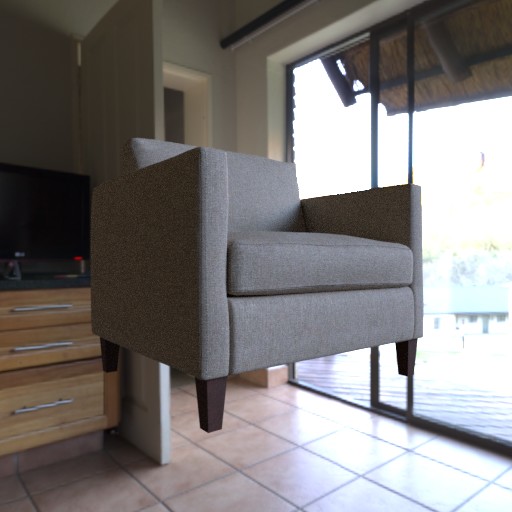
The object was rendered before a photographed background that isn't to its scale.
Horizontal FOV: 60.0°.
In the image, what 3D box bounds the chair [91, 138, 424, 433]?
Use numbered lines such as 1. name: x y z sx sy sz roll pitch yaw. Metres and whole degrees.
1. chair: 0.000 0.000 1.866 1.107 0.987 0.959 0 0 -38
